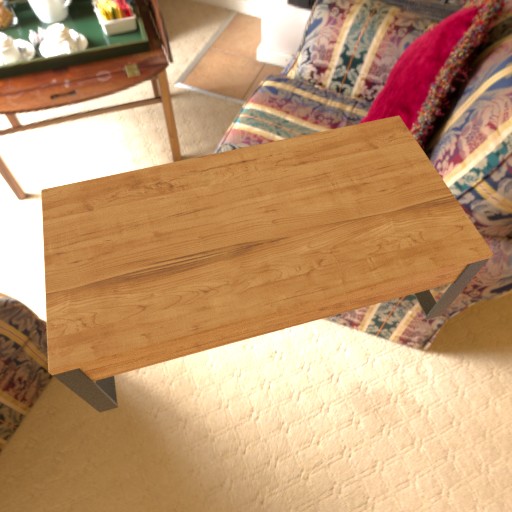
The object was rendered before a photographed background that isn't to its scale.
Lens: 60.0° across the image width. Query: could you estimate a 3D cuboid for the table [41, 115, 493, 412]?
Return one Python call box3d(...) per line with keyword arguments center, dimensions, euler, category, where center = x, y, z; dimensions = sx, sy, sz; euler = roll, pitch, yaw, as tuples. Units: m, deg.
box3d(center=(0.000, 0.000, 1.442), dimensions=(1.180, 0.400, 0.590), euler=(-14, 59, -9), category="table")
